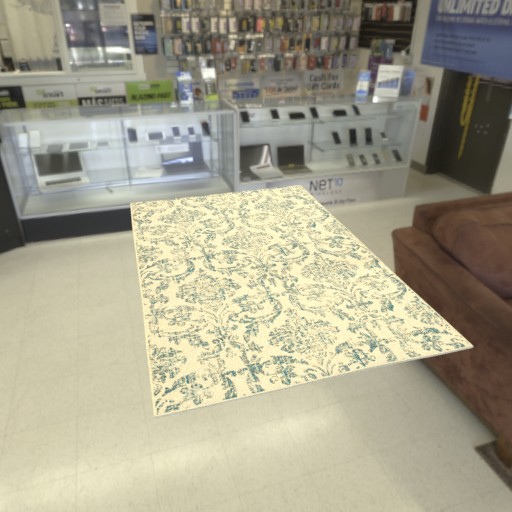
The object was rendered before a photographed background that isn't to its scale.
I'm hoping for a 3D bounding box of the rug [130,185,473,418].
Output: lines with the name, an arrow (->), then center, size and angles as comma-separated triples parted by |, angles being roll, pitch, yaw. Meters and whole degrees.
rug -> 0.000, 0.000, 3.484 | 1.819, 0.018, 2.746 | -8, 30, -14
